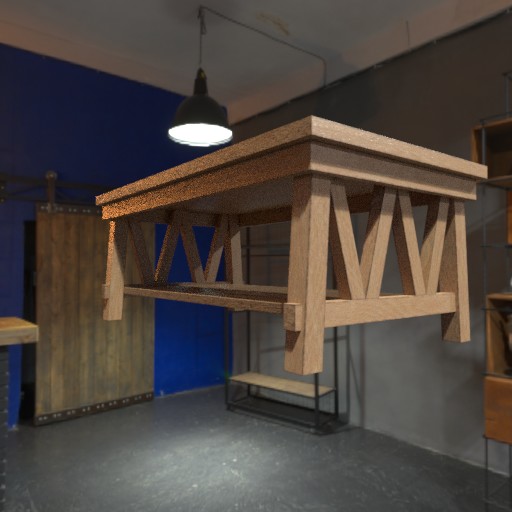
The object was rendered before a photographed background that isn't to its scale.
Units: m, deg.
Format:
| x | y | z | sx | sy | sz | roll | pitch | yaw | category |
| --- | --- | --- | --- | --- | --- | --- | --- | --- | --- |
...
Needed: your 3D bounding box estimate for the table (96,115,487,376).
| x | y | z | sx | sy | sz | roll | pitch | yaw | category |
| --- | --- | --- | --- | --- | --- | --- | --- | --- | --- |
| 0.000 | 0.000 | 1.562 | 0.711 | 0.507 | 1.270 | 1 | -2 | -38 | table |
